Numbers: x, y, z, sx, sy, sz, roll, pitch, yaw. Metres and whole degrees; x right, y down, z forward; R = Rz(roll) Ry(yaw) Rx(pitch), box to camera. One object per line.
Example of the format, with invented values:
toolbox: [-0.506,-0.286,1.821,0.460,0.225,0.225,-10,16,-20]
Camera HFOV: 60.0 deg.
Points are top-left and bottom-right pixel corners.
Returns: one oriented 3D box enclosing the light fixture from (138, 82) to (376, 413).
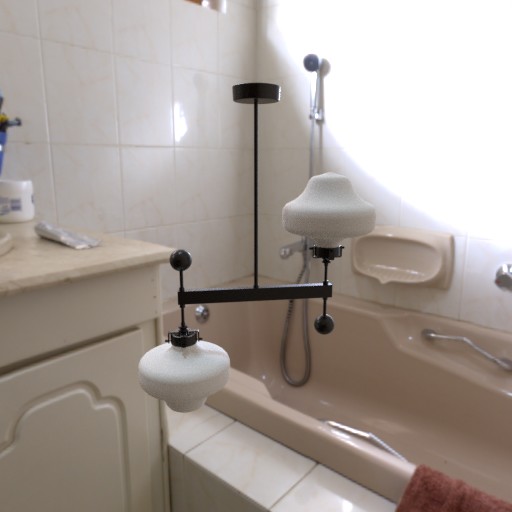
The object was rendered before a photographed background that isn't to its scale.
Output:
light fixture: [0.000,0.000,1.028,0.422,0.743,0.489,11,16,43]
